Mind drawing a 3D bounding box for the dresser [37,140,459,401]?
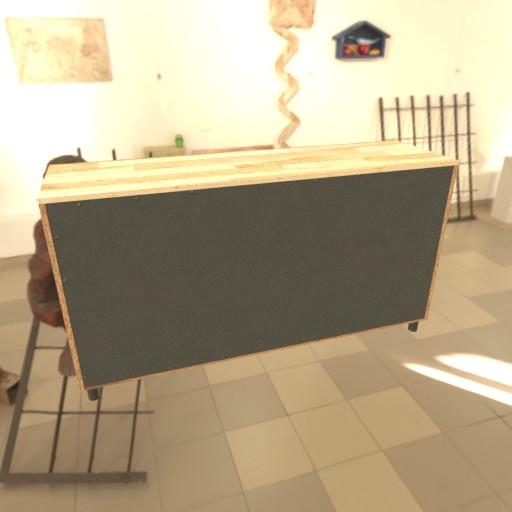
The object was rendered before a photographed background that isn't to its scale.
[{"bbox_3d":[0.000,0.000,1.938,1.547,0.834,0.487,-8,27,-16],"label":"dresser"}]
